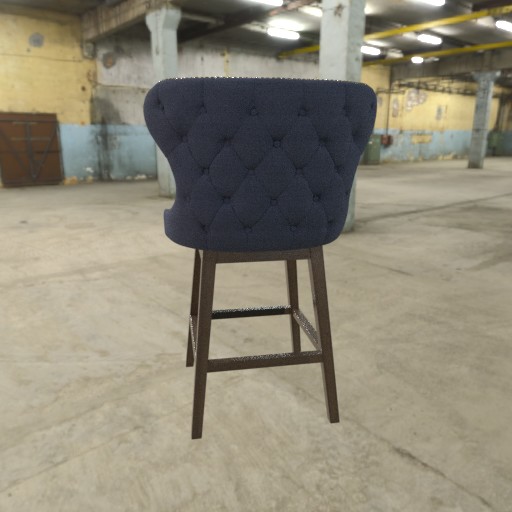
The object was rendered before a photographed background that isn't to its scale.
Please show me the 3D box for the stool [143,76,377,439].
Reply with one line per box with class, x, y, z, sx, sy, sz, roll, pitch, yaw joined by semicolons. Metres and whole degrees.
stool;0.000;0.000;1.377;0.615;0.972;0.597;-3;14;-10
